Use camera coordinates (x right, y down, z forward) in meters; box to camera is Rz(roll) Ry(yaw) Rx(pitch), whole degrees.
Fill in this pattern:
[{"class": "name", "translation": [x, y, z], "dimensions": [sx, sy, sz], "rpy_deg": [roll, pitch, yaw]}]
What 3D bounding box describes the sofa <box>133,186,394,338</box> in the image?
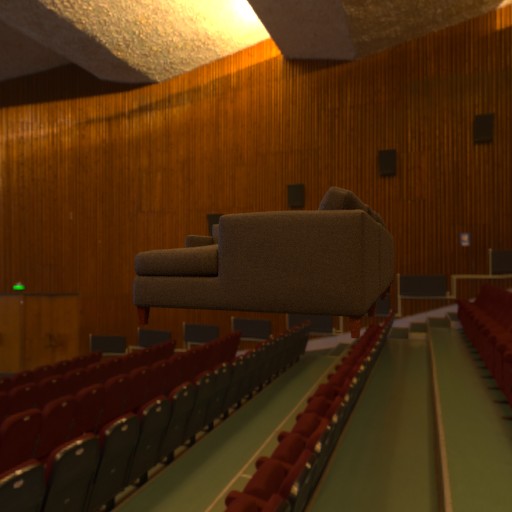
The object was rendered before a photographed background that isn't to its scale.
[{"class": "sofa", "translation": [0.000, 0.000, 4.588], "dimensions": [2.594, 0.961, 3.460], "rpy_deg": [0, 0, 20]}]
